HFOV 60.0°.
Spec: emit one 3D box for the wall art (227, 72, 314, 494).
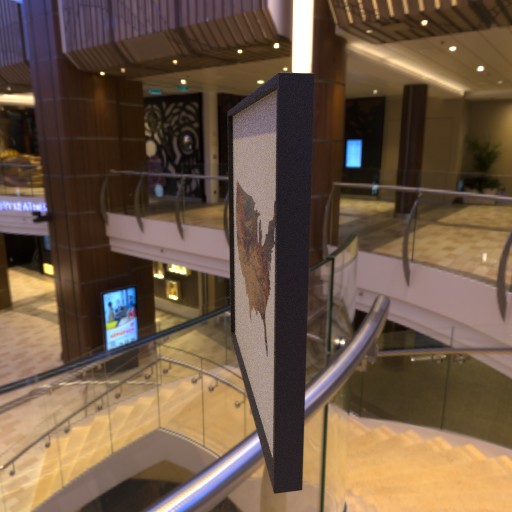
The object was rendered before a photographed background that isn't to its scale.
[{"bbox_3d":[0.000,0.000,0.756,0.038,0.507,0.507,-2,14,-9],"label":"wall art"}]
